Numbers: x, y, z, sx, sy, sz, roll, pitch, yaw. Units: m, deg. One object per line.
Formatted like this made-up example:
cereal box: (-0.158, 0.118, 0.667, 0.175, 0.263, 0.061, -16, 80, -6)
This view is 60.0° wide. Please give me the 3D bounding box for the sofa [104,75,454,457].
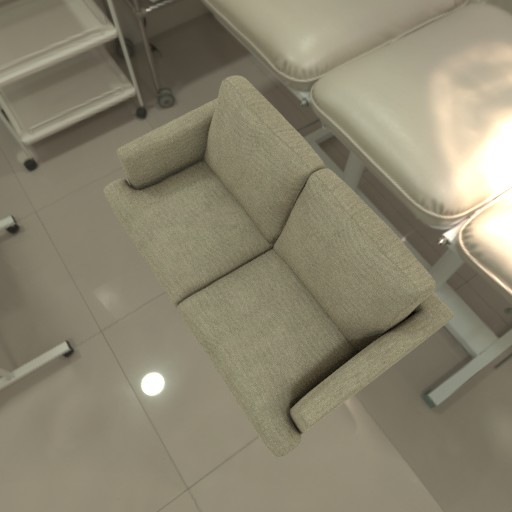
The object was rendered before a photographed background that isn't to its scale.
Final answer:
sofa: (0.000, 0.000, 2.143, 0.903, 0.944, 1.582, -32, 68, -14)
